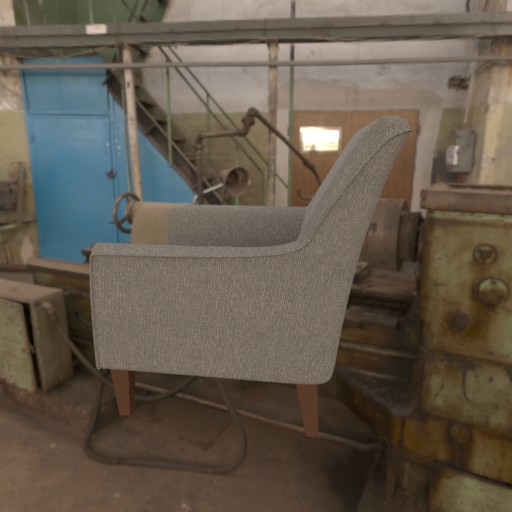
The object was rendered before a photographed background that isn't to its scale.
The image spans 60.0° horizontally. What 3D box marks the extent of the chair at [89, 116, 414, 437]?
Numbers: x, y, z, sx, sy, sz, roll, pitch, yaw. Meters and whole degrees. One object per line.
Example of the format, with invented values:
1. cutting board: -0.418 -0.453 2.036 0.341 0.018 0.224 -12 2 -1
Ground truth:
1. chair: 0.000 0.000 1.602 0.899 0.919 0.780 2 14 9
